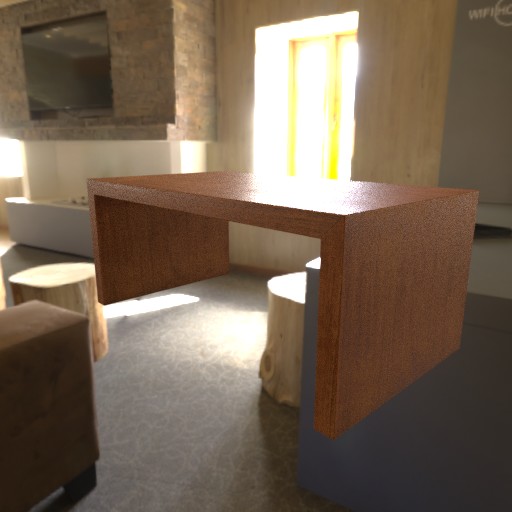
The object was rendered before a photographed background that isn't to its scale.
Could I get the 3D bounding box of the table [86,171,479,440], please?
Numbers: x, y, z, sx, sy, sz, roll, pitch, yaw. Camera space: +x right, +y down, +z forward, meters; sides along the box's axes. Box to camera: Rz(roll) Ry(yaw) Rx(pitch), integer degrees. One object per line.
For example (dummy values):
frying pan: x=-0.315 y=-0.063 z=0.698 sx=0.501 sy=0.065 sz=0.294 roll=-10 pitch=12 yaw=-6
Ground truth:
table: x=0.000 y=0.000 z=1.298 sx=0.549 sy=0.419 sz=1.000 roll=-13 pitch=19 yaw=-42
